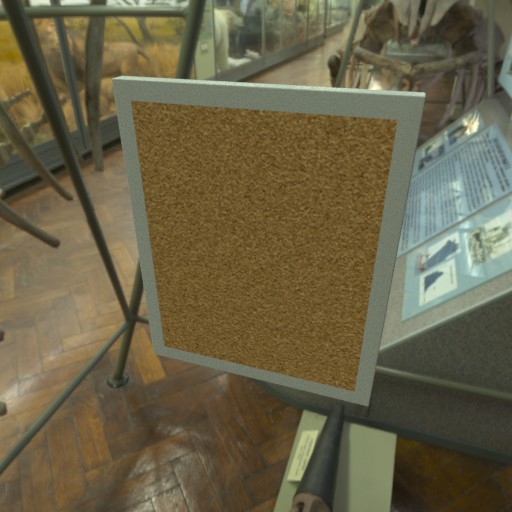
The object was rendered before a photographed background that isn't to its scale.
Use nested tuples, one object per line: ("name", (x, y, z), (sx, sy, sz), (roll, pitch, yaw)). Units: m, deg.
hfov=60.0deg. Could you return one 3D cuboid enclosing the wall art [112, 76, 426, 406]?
("wall art", (0.000, 0.000, 0.763), (0.454, 0.556, 0.028), (9, 32, 16))
